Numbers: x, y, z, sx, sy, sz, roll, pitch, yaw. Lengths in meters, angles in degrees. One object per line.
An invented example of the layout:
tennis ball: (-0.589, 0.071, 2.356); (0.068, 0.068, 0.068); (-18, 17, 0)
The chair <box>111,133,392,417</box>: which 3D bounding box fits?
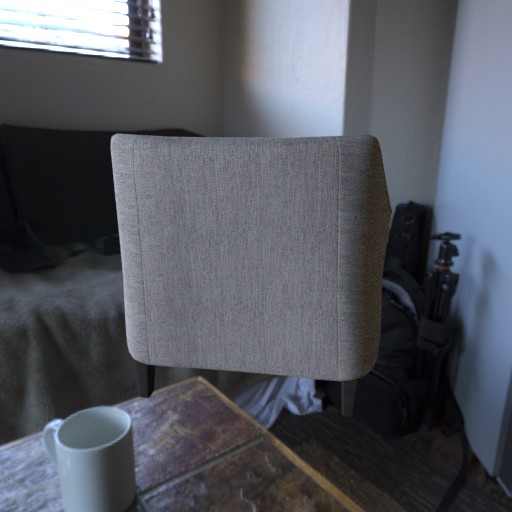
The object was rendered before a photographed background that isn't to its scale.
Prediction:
chair: (0.000, 0.000, 1.412); (0.796, 0.761, 0.758); (2, 17, 8)
